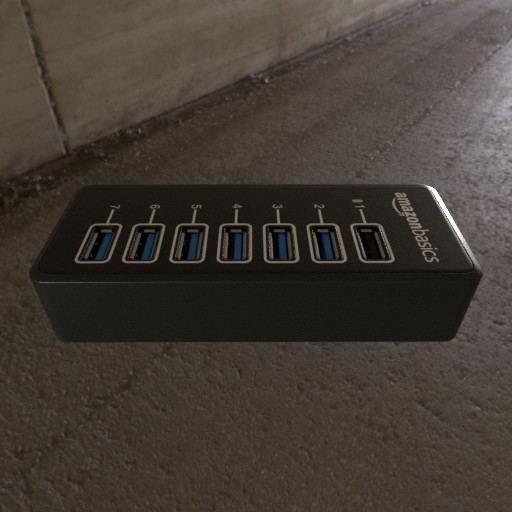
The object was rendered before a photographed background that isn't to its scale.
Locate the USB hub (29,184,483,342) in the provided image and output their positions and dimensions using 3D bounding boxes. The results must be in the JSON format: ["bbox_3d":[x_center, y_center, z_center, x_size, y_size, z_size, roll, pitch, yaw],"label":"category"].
[{"bbox_3d":[0.000,0.000,0.128,0.110,0.023,0.044,0,40,0],"label":"USB hub"}]
